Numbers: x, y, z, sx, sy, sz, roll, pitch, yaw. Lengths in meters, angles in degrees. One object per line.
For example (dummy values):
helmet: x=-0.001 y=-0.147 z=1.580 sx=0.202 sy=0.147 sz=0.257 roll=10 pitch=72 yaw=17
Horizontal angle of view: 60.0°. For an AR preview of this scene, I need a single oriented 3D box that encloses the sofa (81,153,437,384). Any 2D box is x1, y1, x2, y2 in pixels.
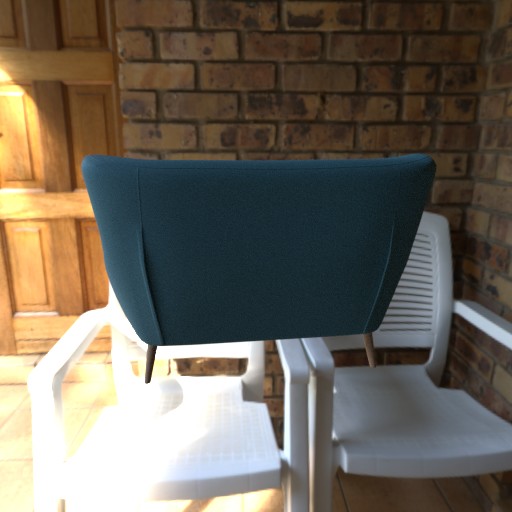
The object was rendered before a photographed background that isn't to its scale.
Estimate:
sofa: x=0.000 y=0.000 z=1.962 sx=1.397 sy=0.889 sz=0.889 roll=-2 pitch=14 yaw=-8
